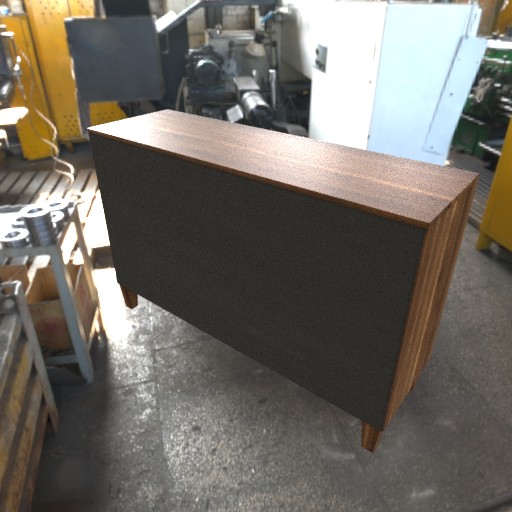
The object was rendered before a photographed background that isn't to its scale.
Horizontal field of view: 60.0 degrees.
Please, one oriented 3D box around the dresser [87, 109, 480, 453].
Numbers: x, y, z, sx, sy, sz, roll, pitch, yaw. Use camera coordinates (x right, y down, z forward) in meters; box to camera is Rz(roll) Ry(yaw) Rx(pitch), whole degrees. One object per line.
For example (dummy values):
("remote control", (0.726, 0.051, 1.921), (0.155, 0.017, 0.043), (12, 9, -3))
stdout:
("dresser", (0.000, 0.000, 1.790), (1.387, 0.892, 0.438), (22, 37, 32))
